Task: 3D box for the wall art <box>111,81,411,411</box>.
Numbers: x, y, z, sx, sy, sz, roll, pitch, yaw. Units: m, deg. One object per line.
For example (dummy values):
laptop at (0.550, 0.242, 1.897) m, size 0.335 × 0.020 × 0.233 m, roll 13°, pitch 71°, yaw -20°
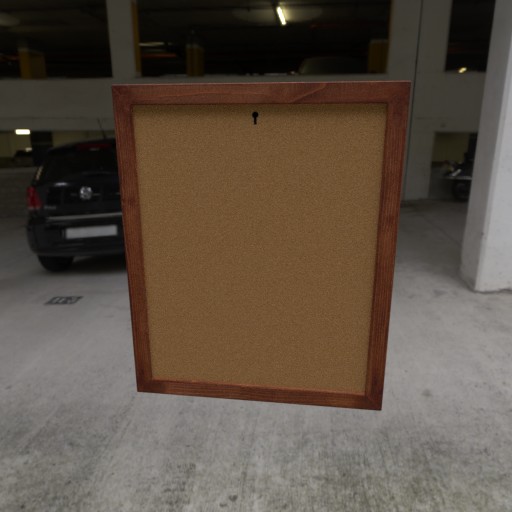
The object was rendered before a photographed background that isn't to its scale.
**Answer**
wall art at (0.000, 0.000, 0.767) m, size 0.462 × 0.558 × 0.030 m, roll 2°, pitch 16°, yaw 7°
